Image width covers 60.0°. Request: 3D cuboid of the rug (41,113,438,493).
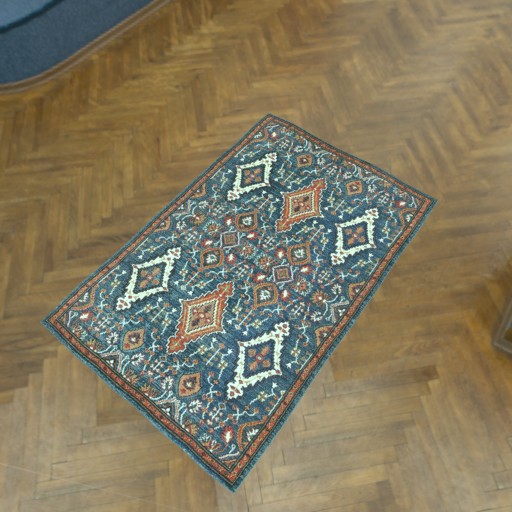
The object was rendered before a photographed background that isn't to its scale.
[{"bbox_3d":[0.000,0.000,2.296,1.195,0.014,1.847,33,64,19],"label":"rug"}]
